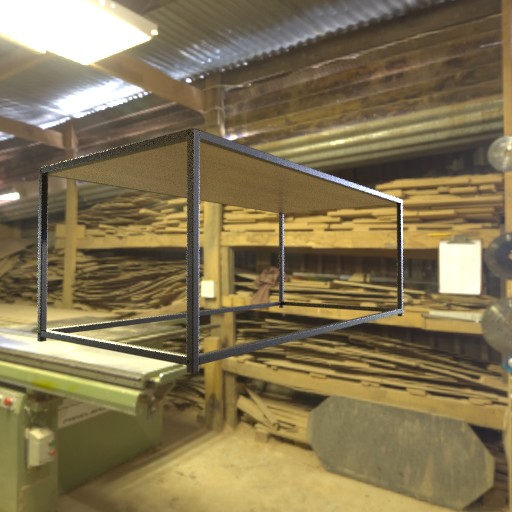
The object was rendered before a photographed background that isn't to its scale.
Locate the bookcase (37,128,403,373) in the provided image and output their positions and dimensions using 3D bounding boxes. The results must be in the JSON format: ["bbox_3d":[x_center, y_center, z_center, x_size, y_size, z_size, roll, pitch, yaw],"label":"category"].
[{"bbox_3d":[0.000,0.000,1.266,0.500,0.400,1.000,-1,-1,37],"label":"bookcase"}]
